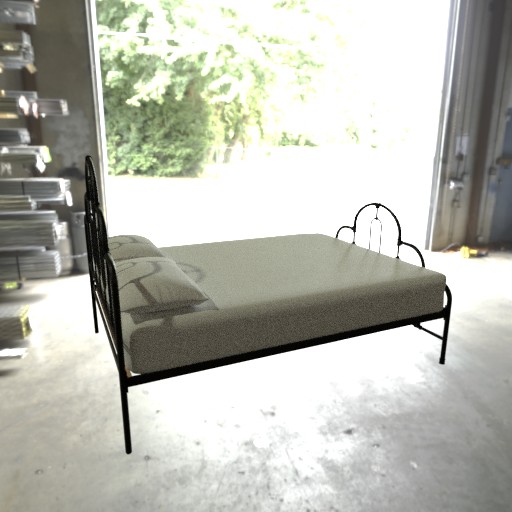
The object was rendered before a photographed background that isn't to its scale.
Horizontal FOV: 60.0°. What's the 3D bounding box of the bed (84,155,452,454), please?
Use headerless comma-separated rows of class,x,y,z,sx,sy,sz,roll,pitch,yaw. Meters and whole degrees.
bed,0.000,0.000,3.192,2.181,1.444,1.626,-7,16,-24
